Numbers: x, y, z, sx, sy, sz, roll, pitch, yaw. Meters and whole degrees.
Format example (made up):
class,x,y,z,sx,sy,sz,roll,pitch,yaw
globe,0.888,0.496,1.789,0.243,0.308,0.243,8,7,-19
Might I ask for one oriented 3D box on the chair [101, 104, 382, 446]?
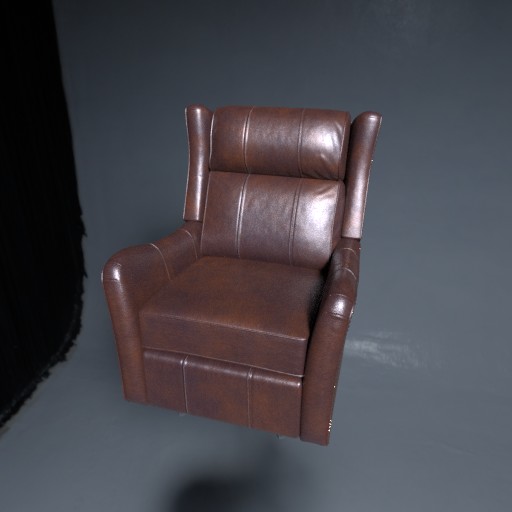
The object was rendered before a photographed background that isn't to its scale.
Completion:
class,x,y,z,sx,sy,sz,roll,pitch,yaw
chair,0.000,0.000,1.839,0.869,1.084,1.008,7,27,14
